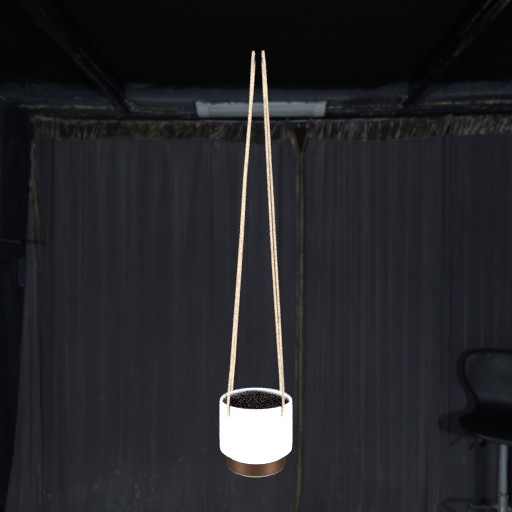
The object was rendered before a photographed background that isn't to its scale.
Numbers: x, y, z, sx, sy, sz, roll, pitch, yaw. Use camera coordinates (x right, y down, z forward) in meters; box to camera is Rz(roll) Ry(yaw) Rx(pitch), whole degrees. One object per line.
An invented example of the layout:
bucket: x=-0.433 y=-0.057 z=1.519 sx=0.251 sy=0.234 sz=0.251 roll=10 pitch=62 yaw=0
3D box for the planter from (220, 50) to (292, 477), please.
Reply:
planter: x=0.000 y=0.000 z=0.903 sx=0.146 sy=0.841 sz=0.146 roll=0 pitch=-1 yaw=1
